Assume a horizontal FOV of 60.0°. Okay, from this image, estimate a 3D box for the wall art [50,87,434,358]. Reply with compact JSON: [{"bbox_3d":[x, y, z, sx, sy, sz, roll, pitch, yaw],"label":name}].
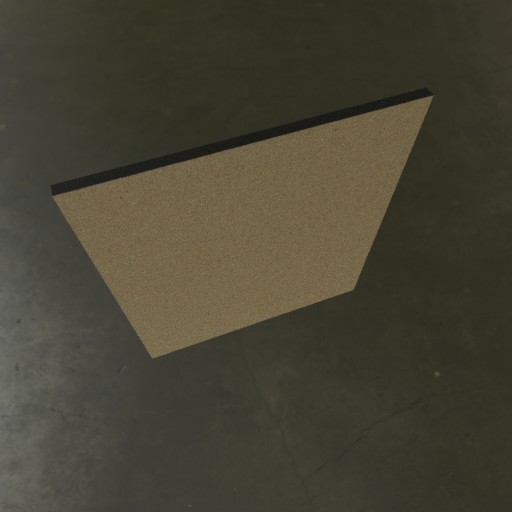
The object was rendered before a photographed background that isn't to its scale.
[{"bbox_3d":[0.000,0.000,1.203,0.755,0.863,0.028,-17,60,-10],"label":"wall art"}]
